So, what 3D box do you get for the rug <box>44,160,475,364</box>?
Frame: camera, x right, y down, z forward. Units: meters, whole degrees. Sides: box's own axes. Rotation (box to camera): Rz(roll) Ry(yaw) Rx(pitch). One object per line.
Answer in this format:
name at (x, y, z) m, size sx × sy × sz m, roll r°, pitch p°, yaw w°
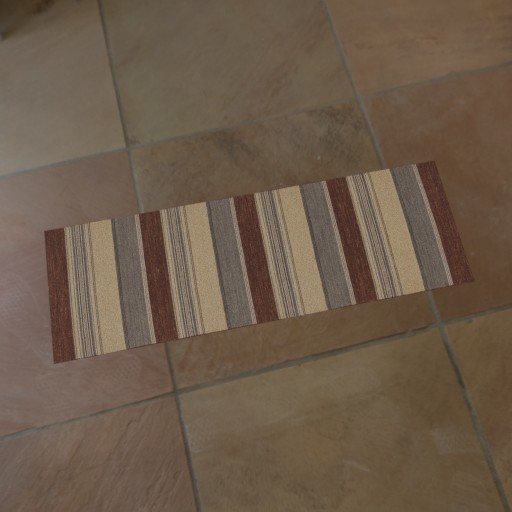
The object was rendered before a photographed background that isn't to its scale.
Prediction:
rug at (0.000, 0.000, 2.622) m, size 2.437 × 0.006 × 0.792 m, roll -11°, pitch 75°, yaw -3°
